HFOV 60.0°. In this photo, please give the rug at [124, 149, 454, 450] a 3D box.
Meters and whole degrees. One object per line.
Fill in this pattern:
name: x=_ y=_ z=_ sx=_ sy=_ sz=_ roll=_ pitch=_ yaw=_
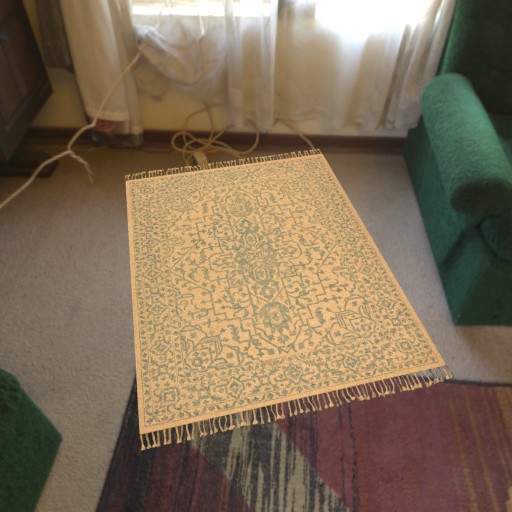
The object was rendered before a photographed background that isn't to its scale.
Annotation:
rug: x=0.000 y=0.000 z=4.404 sx=2.464 sy=0.010 sz=3.327 roll=-10 pitch=48 yaw=-9
